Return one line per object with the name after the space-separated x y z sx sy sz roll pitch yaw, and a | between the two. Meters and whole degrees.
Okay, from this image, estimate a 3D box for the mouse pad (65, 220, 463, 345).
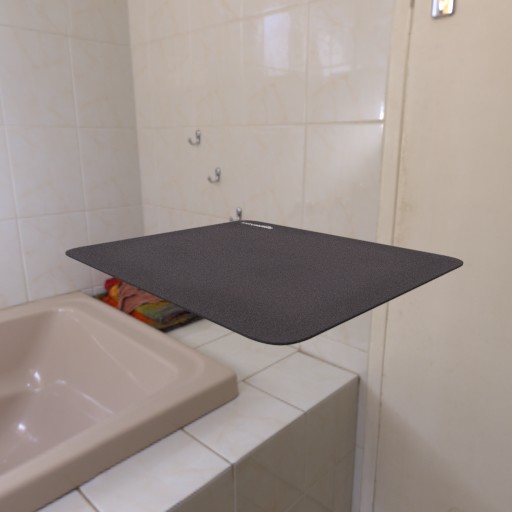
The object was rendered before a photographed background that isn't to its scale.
0.000 0.000 0.442 0.269 0.002 0.315 -14 20 -42 | mouse pad
